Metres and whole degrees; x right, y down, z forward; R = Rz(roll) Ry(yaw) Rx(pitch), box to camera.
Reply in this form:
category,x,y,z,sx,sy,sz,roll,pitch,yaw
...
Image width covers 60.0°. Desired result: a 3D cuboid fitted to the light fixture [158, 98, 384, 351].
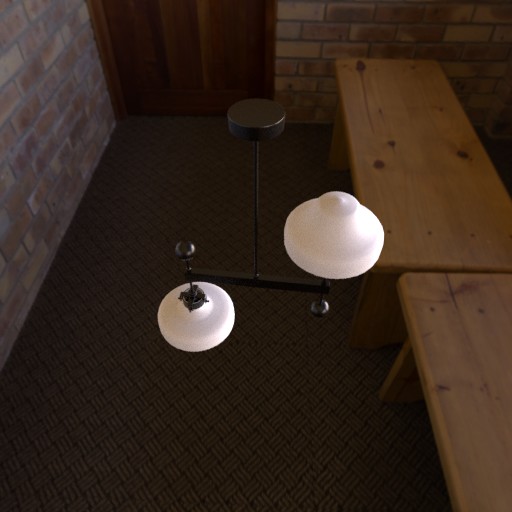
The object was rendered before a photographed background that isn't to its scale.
category,x,y,z,sx,sy,sz,roll,pitch,yaw
light fixture,0.000,0.000,1.057,0.489,0.743,0.422,-23,51,-20
